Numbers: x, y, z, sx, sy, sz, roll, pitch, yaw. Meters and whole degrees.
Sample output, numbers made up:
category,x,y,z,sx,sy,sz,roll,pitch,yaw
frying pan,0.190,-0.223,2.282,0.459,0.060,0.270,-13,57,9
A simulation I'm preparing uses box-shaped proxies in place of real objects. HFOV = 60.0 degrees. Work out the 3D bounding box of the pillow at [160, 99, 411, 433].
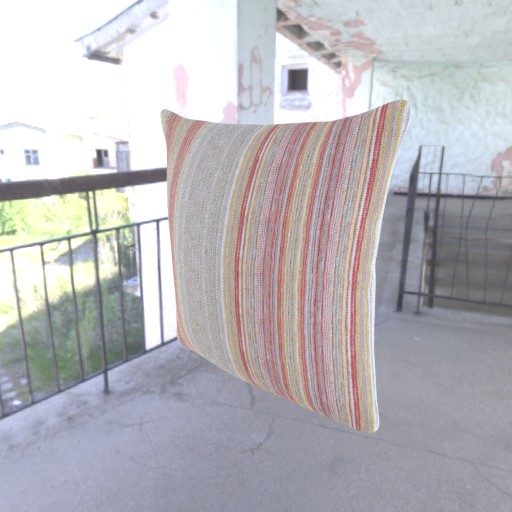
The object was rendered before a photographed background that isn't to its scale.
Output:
category,x,y,z,sx,sy,sz,roll,pitch,yaw
pillow,0.000,0.000,0.689,0.451,0.449,0.191,14,21,40
